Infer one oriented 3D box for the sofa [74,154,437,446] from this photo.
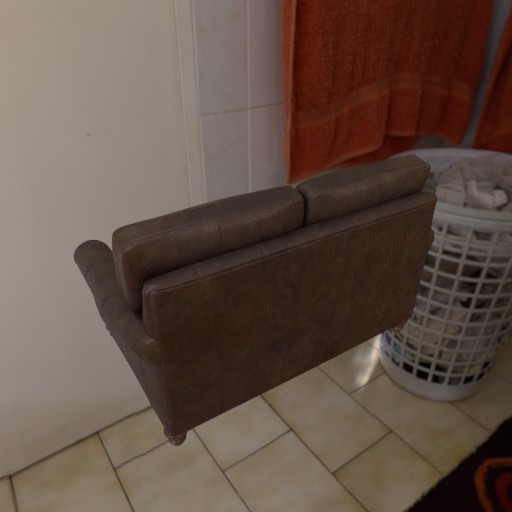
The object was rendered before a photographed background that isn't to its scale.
[{"bbox_3d":[0.000,0.000,2.249,1.616,0.976,0.990,-18,35,-28],"label":"sofa"}]
